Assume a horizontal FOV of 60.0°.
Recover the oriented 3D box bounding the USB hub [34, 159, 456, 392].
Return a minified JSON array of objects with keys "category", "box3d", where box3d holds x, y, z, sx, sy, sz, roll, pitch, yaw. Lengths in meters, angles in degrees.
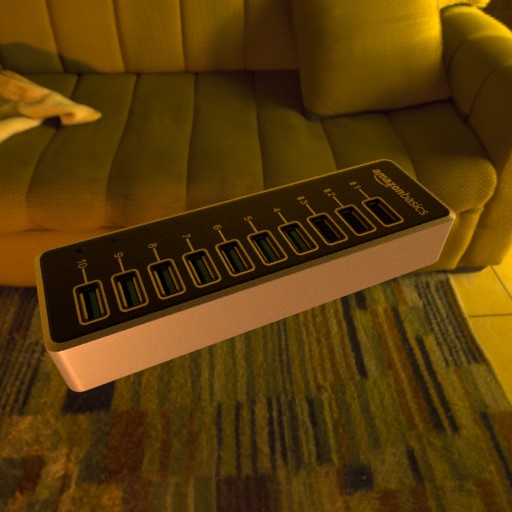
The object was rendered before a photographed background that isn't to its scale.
[{"category":"USB hub","box3d":[0.000,0.000,0.163,0.145,0.023,0.044,-17,47,-17]}]
